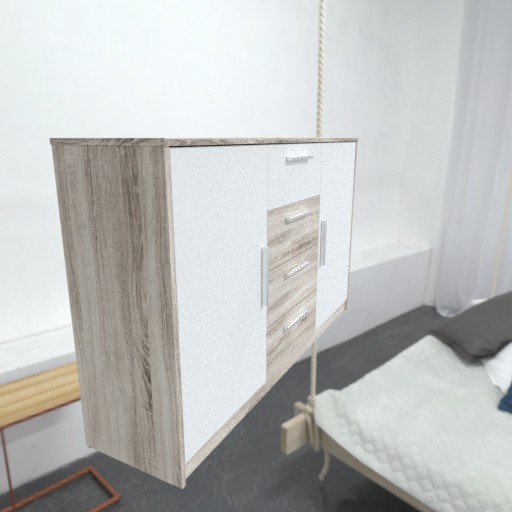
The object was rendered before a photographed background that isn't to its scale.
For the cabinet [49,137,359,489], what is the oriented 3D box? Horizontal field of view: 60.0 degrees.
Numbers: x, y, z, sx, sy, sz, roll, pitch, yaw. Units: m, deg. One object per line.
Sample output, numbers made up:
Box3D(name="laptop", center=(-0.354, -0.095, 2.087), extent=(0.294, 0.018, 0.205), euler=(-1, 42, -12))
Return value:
Box3D(name="cabinet", center=(0.000, 0.000, 1.745), extent=(0.380, 0.900, 1.450), euler=(8, 17, 28))
